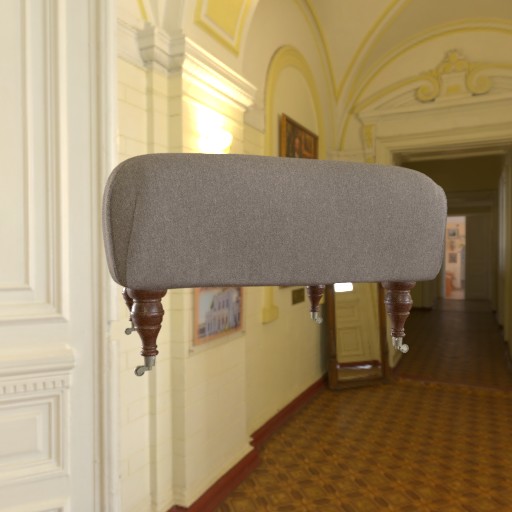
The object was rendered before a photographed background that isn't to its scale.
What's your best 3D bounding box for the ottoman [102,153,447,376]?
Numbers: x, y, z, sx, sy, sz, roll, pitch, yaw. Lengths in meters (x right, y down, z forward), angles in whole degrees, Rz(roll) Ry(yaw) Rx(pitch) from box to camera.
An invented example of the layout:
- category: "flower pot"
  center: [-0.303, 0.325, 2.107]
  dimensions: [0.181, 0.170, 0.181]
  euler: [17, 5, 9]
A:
- category: "ottoman"
  center: [0.000, 0.000, 1.139]
  dimensions: [0.747, 0.450, 0.622]
  euler: [0, 1, -19]
